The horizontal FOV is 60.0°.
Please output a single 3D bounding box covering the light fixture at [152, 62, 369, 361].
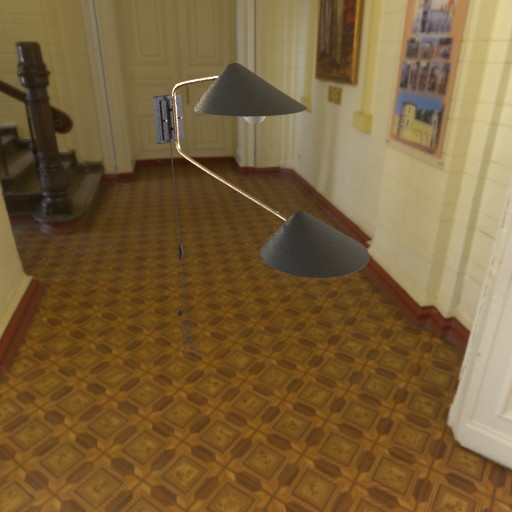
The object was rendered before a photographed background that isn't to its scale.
[{"bbox_3d":[0.000,0.000,0.834,0.422,0.665,0.189,16,30,30],"label":"light fixture"}]
